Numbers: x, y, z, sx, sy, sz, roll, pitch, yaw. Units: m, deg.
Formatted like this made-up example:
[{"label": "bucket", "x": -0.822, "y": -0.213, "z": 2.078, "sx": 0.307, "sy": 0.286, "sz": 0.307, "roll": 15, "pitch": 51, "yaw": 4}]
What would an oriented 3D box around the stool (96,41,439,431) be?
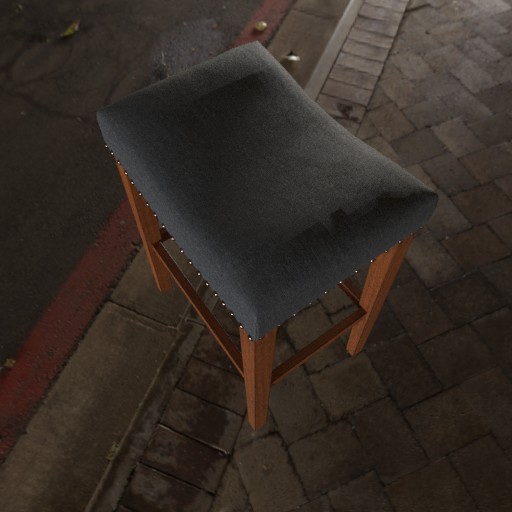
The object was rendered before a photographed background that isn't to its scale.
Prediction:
[{"label": "stool", "x": 0.000, "y": 0.000, "z": 0.859, "sx": 0.320, "sy": 0.612, "sz": 0.439, "roll": -32, "pitch": 64, "yaw": -17}]
